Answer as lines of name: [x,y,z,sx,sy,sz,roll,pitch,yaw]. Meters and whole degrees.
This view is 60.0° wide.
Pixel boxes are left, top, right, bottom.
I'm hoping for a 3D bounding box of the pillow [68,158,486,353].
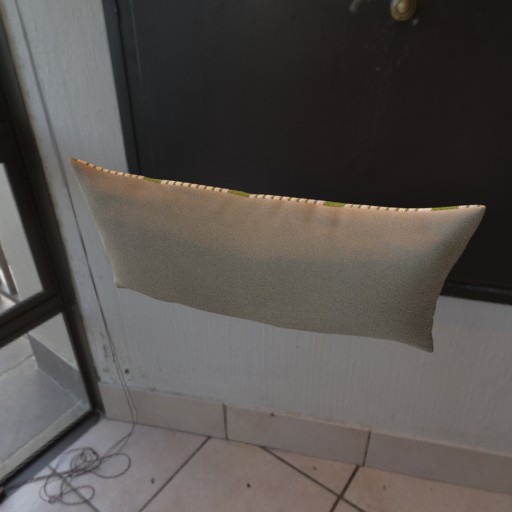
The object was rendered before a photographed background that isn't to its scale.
pillow: [0.000,0.000,0.720,0.608,0.292,0.156,10,33,15]
